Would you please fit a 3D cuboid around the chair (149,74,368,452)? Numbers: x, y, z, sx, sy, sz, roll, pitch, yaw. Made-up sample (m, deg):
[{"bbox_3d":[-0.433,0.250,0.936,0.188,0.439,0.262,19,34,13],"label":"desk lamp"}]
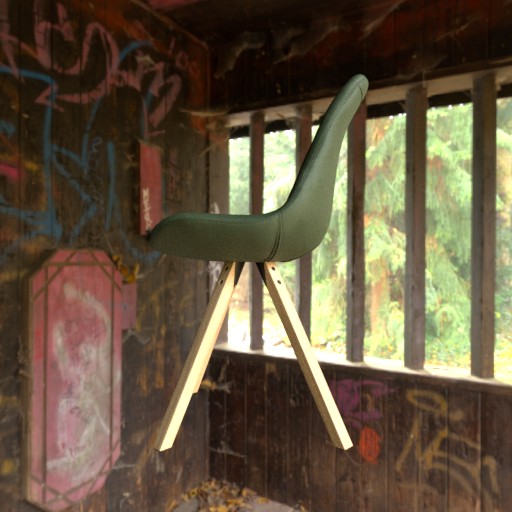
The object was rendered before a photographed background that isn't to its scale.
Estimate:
[{"bbox_3d":[0.000,0.000,1.189,0.547,0.865,0.483,0,0,1],"label":"chair"}]
